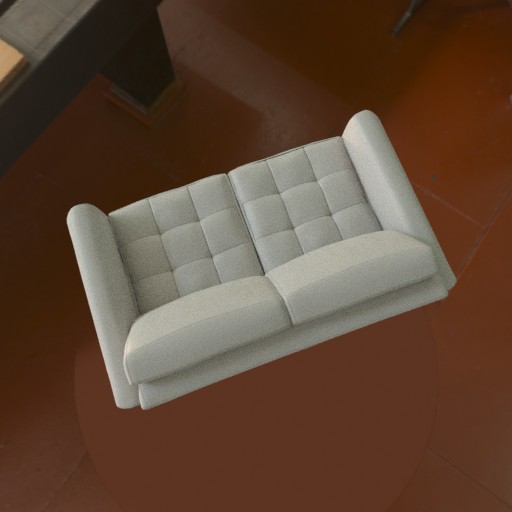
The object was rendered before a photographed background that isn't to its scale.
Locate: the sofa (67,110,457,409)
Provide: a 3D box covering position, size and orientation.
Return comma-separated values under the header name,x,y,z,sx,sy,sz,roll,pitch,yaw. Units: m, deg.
name,x,y,z,sx,sy,sz,roll,pitch,yaw
sofa,0.000,0.000,2.429,1.819,0.930,1.121,-19,77,-5
